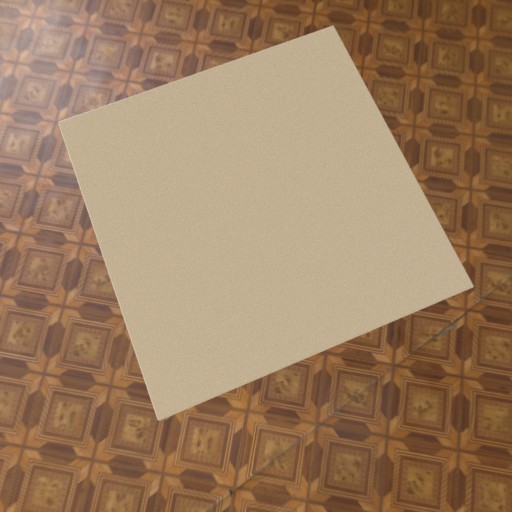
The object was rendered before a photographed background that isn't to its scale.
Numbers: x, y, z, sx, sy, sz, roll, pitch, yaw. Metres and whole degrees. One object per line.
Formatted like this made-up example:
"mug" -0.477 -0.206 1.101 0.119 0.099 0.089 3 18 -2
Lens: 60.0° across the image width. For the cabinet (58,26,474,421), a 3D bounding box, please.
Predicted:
"cabinet" 0.000 0.000 1.132 0.544 0.775 0.547 -22 77 -5
